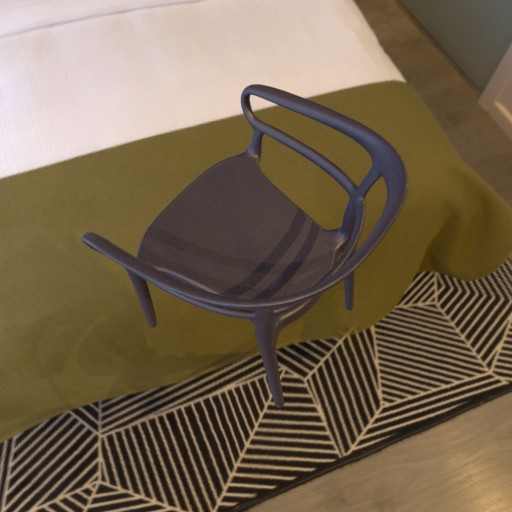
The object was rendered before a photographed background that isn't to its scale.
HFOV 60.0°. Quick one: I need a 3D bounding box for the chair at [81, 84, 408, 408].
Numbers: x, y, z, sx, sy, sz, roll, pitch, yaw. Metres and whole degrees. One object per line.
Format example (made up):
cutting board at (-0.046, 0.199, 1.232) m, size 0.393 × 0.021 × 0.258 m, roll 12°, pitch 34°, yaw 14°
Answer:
chair at (0.000, 0.000, 1.129) m, size 0.527 × 0.761 × 0.559 m, roll 35°, pitch 68°, yaw 16°
